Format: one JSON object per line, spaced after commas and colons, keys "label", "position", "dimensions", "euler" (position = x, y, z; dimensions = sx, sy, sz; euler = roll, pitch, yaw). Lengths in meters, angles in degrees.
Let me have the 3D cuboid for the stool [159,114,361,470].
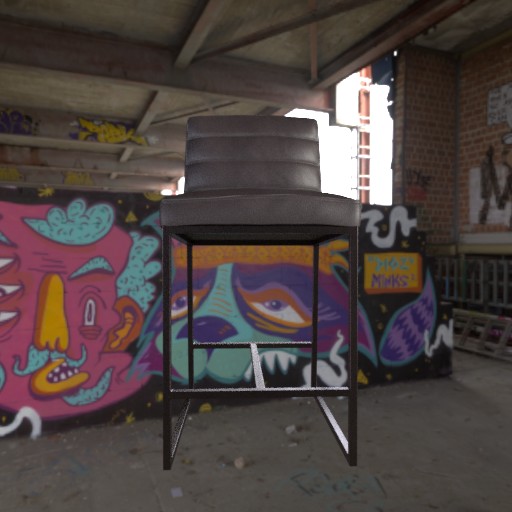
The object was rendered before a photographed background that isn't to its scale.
{"label": "stool", "position": [0.000, 0.000, 1.257], "dimensions": [0.463, 0.946, 0.562], "euler": [0, 1, -2]}
